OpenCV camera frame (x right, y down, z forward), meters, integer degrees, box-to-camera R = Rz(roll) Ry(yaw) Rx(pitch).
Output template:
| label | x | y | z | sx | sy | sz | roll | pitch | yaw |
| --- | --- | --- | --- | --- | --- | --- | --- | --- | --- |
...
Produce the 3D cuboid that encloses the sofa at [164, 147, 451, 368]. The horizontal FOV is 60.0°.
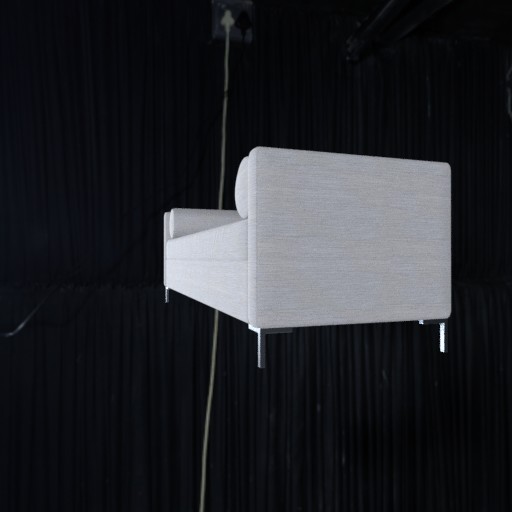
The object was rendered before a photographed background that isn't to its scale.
| label | x | y | z | sx | sy | sz | roll | pitch | yaw |
| --- | --- | --- | --- | --- | --- | --- | --- | --- | --- |
| sofa | 0.000 | 0.000 | 2.275 | 0.686 | 0.635 | 1.981 | 0 | 0 | -19 |
